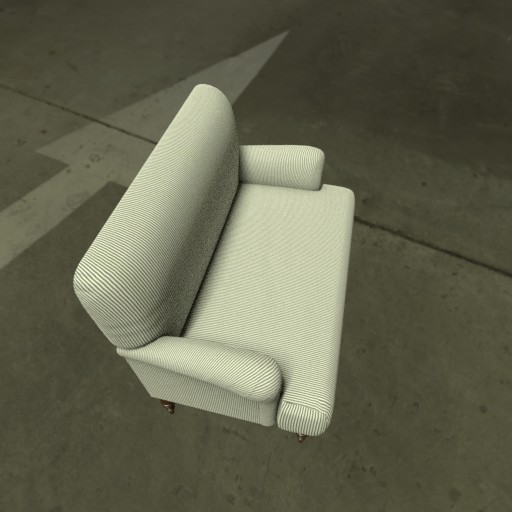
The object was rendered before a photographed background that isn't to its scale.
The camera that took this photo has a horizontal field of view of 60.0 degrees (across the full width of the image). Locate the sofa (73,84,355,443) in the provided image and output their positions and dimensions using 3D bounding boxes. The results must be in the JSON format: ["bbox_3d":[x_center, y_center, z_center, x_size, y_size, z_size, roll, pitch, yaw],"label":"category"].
[{"bbox_3d":[0.000,0.000,1.839,0.779,0.889,1.297,9,48,8],"label":"sofa"}]
